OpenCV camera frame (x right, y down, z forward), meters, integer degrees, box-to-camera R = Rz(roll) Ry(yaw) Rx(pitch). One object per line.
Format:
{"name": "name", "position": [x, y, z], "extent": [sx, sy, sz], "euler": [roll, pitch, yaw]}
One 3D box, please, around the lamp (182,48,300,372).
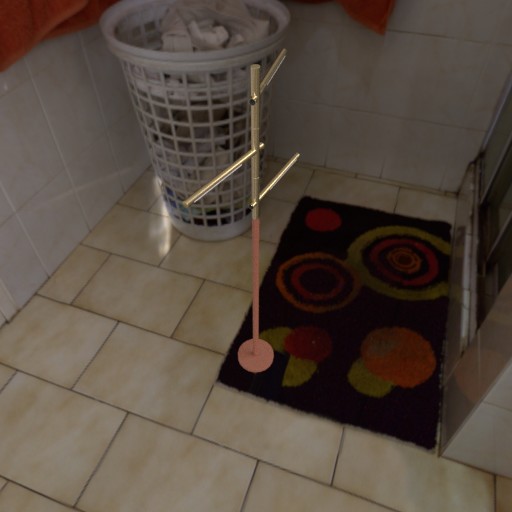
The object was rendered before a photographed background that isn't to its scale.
{"name": "lamp", "position": [0.000, 0.000, 1.984], "extent": [0.209, 1.704, 0.737], "euler": [17, 49, 15]}
